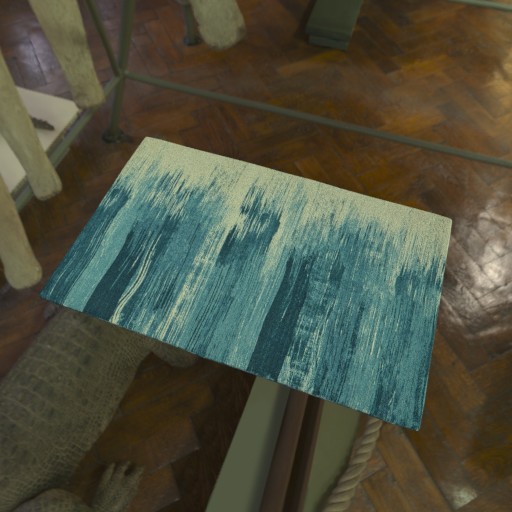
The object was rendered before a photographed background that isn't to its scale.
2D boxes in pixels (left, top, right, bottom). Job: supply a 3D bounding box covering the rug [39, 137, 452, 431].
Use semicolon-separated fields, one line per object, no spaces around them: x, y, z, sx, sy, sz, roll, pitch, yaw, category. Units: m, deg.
0.000;0.000;3.008;2.450;0.027;1.540;17;61;10;rug
